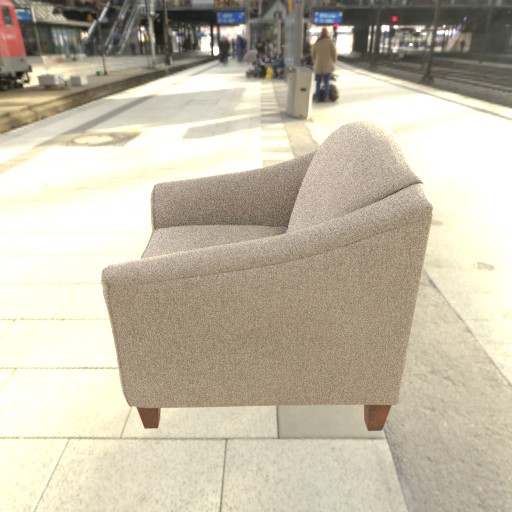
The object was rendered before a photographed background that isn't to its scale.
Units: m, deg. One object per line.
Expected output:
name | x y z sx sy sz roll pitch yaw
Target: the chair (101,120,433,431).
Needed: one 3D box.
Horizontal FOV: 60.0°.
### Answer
chair | 0.000 0.000 1.438 0.787 0.839 0.763 -1 26 -2
